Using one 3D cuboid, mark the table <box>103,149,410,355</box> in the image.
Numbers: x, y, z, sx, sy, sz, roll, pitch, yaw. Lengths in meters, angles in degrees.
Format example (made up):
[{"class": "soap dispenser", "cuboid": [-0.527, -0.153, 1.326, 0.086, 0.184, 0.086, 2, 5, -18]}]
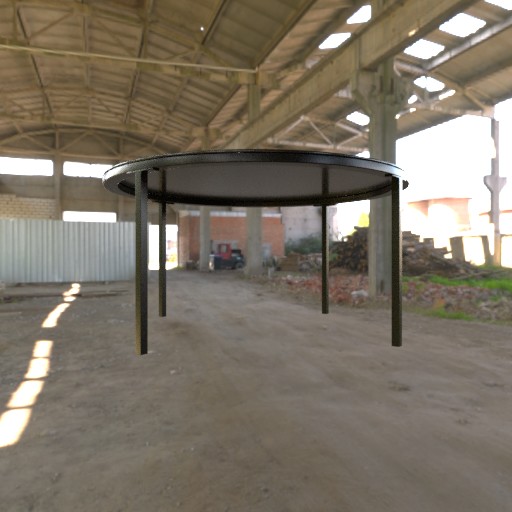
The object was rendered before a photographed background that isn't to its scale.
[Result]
[{"class": "table", "cuboid": [0.000, 0.000, 1.221, 0.800, 0.400, 0.800, 0, 0, 0]}]
